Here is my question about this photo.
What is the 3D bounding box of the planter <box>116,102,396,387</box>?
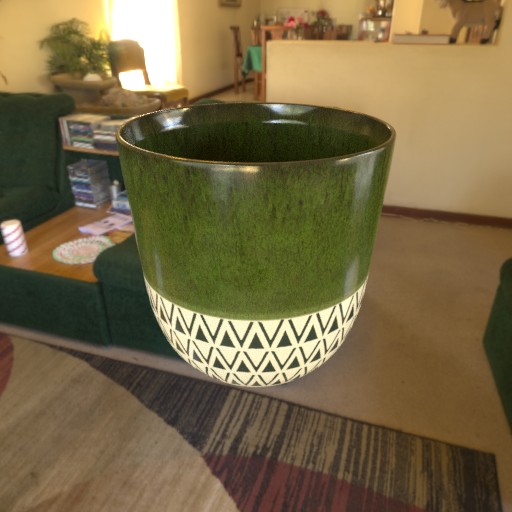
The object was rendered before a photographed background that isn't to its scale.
[{"bbox_3d":[0.000,0.000,0.465,0.245,0.270,0.245,0,28,0],"label":"planter"}]
